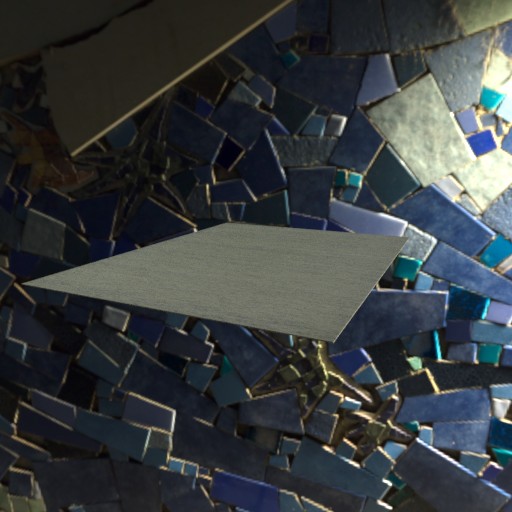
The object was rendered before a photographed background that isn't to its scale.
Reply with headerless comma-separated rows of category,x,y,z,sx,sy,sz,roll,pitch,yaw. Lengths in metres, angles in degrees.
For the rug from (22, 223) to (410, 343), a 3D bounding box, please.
rug,0.000,0.000,4.268,2.438,0.006,3.197,6,15,25
